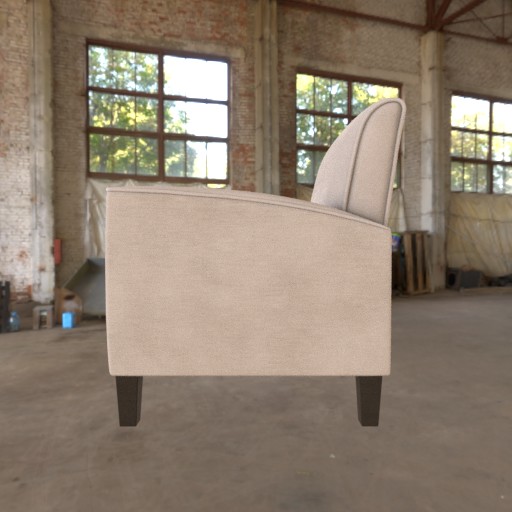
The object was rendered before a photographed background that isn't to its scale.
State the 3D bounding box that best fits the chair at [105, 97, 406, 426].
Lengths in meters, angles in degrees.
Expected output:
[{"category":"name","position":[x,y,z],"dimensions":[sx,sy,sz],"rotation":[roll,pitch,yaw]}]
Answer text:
[{"category":"chair","position":[0.000,0.000,1.573],"dimensions":[0.821,0.915,0.820],"rotation":[0,1,0]}]
